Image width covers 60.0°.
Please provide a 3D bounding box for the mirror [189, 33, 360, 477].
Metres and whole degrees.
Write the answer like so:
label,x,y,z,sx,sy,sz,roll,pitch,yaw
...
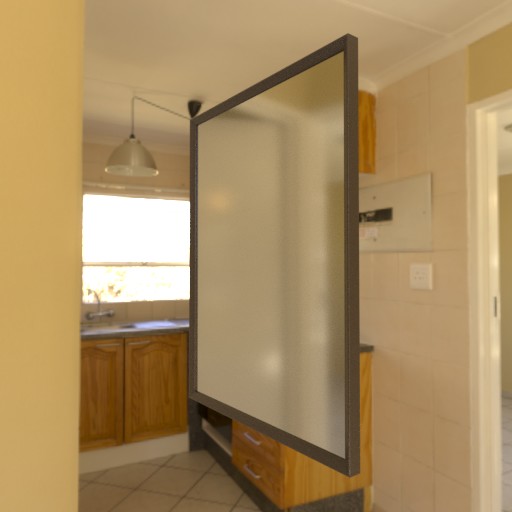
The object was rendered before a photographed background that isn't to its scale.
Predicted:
label,x,y,z,sx,sy,sz,roll,pitch,yaw
mirror,0.000,0.000,1.329,0.041,1.016,0.762,1,-2,-37
